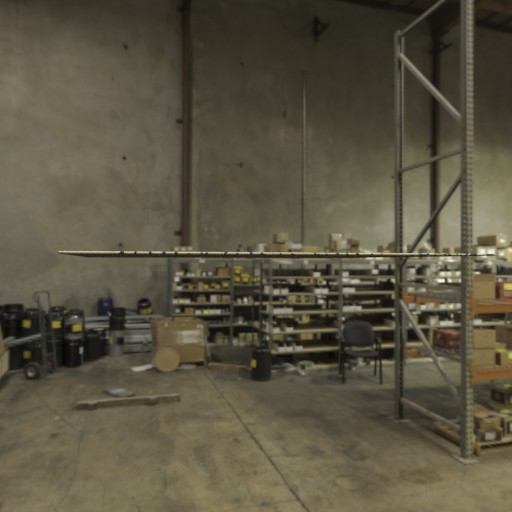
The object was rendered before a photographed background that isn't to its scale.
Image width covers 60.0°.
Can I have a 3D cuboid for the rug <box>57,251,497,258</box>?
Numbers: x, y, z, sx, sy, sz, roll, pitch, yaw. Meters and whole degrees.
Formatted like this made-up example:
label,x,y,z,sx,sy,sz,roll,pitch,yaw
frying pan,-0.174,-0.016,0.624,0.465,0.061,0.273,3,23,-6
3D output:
label,x,y,z,sx,sy,sz,roll,pitch,yaw
rug,0.000,0.000,4.009,3.017,0.014,2.416,0,-1,-17
